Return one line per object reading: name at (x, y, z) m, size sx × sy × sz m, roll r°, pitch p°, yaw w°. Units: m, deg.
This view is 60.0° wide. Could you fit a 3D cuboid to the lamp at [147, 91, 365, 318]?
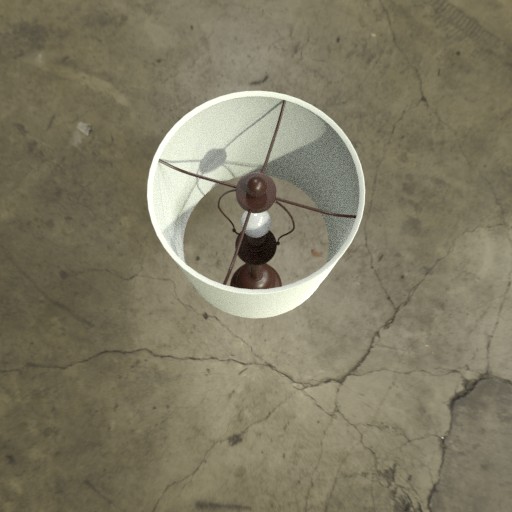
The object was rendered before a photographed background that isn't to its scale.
lamp at (0.000, 0.000, 0.837) m, size 0.254 × 0.690 × 0.254 m, roll 17°, pitch 77°, yaw 4°
